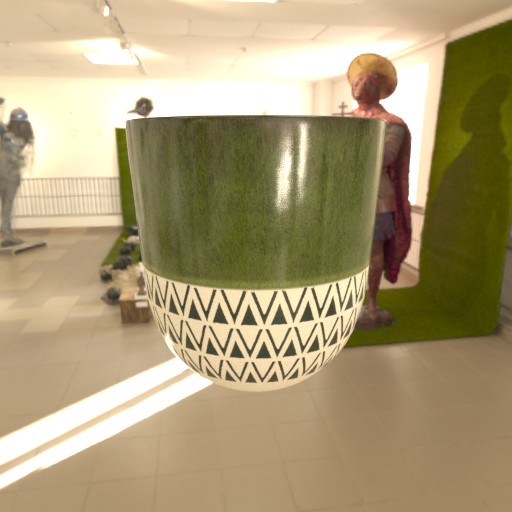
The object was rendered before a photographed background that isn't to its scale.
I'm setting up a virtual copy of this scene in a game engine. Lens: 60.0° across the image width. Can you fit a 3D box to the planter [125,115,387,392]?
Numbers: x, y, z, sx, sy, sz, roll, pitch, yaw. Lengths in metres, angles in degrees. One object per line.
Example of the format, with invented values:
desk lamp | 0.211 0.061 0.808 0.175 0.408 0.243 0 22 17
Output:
planter | 0.000 0.000 0.465 0.245 0.270 0.245 0 15 0
